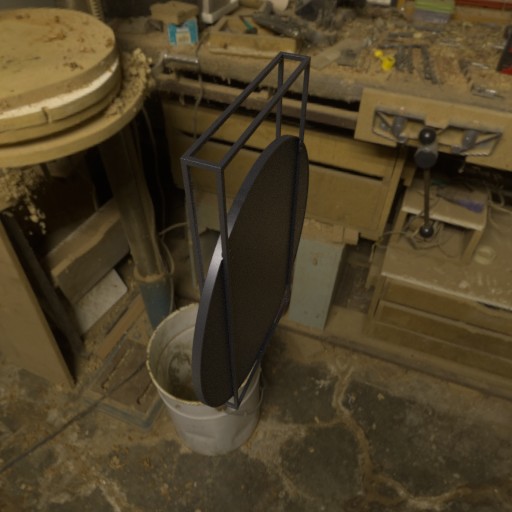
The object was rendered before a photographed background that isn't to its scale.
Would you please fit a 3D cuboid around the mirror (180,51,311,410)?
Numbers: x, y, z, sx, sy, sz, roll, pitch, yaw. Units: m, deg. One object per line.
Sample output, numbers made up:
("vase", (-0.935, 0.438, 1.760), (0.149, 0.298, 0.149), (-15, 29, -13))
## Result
("mirror", (0.000, 0.000, 0.805), (0.051, 0.603, 0.508), (17, 49, 16))
